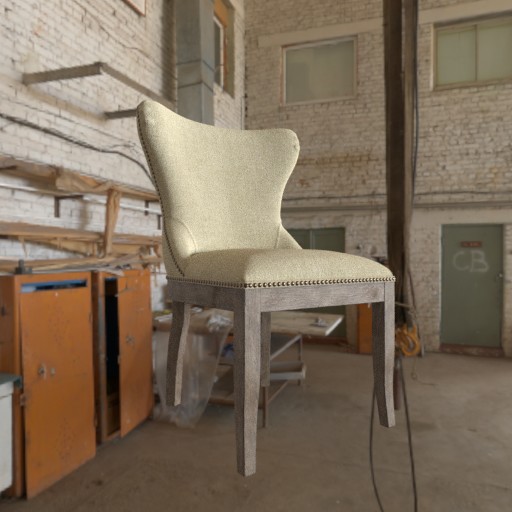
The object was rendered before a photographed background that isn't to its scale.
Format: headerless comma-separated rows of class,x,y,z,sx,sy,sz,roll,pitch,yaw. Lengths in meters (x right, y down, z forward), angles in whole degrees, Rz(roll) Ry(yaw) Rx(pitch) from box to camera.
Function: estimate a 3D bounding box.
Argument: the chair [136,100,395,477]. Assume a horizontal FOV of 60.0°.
chair,0.000,0.000,1.429,0.654,1.002,0.681,0,0,-35
